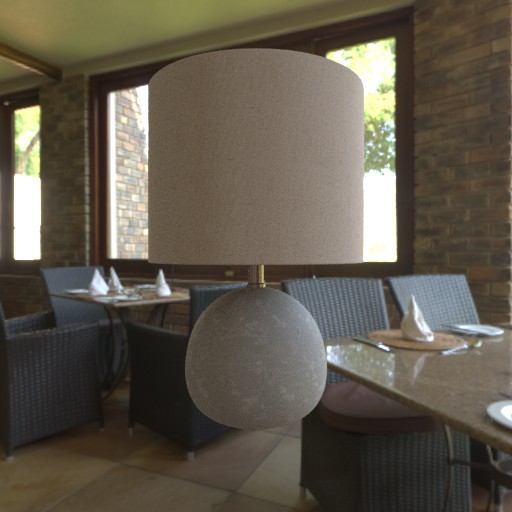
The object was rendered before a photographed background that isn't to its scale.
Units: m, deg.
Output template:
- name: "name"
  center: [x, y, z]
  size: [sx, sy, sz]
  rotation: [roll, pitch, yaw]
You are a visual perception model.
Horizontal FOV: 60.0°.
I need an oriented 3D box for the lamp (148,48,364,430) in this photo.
- name: "lamp"
  center: [0.000, 0.000, 0.568]
  size: [0.269, 0.409, 0.269]
  rotation: [0, 0, -17]
